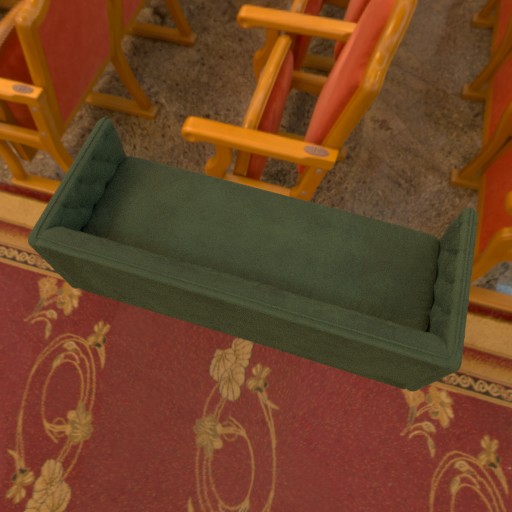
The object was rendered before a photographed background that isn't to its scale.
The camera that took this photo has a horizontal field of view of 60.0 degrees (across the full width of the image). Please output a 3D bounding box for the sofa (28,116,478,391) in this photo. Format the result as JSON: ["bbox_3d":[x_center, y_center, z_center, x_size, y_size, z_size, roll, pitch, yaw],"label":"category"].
[{"bbox_3d":[0.000,0.000,2.599,2.209,0.771,0.895,16,65,7],"label":"sofa"}]
